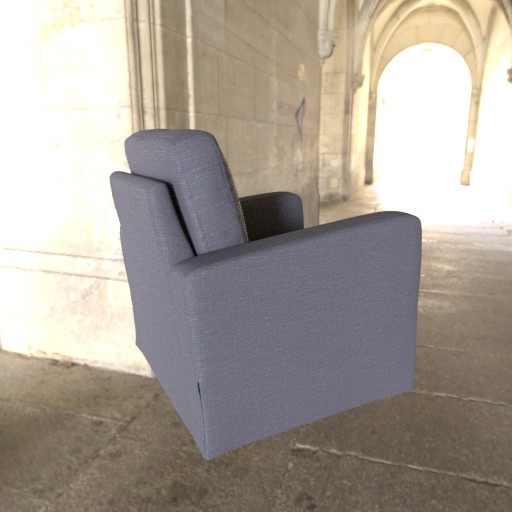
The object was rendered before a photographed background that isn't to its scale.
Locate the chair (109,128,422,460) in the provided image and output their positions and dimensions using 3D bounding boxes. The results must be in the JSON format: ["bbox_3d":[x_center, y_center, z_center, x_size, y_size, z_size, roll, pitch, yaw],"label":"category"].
[{"bbox_3d":[0.000,0.000,1.549,0.863,0.855,0.798,-7,16,-27],"label":"chair"}]
